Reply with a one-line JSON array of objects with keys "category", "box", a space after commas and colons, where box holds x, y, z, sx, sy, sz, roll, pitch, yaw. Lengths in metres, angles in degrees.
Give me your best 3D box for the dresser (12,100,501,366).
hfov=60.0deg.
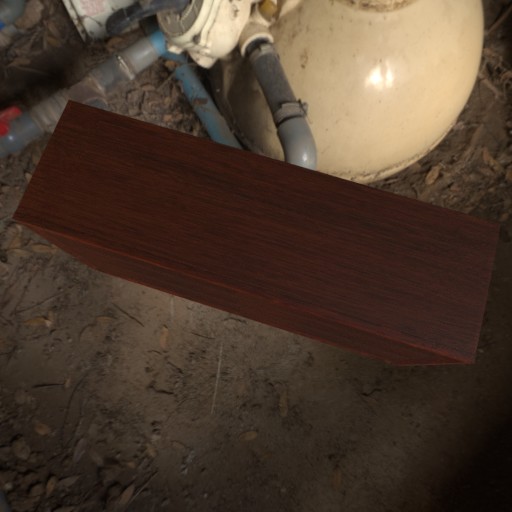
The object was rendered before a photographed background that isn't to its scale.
[{"category": "dresser", "box": [0.000, 0.000, 1.995, 1.609, 0.971, 0.499, 17, 76, 4]}]
